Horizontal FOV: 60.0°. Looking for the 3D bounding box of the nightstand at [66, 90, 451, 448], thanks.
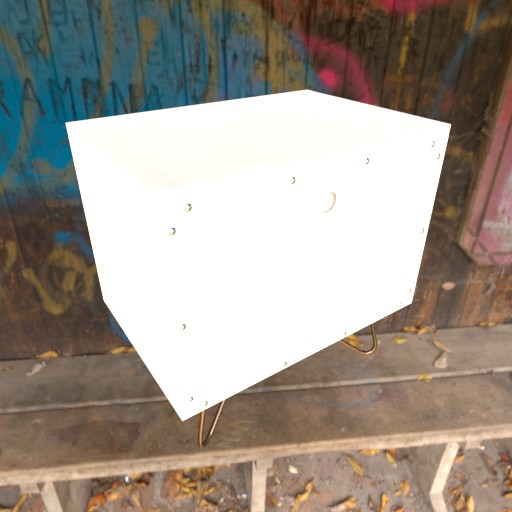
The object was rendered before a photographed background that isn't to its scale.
[{"bbox_3d":[0.000,0.000,1.019,0.614,0.604,0.447,-19,36,-29],"label":"nightstand"}]
